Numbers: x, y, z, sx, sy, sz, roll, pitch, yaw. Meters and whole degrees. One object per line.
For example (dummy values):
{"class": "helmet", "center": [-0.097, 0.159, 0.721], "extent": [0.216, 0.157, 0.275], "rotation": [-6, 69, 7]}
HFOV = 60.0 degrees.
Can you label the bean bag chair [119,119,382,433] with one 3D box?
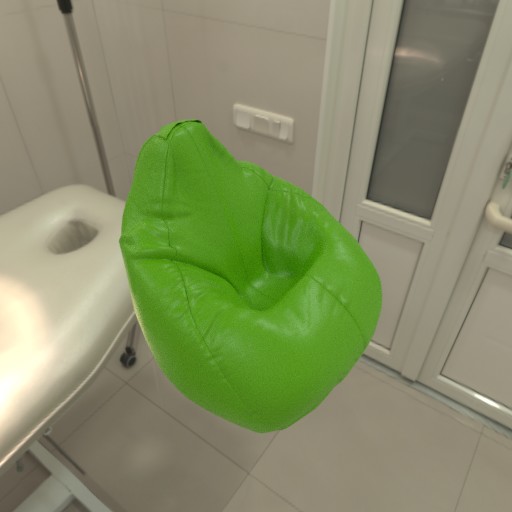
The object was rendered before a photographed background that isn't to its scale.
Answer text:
{"class": "bean bag chair", "center": [0.000, 0.000, 1.871], "extent": [1.070, 0.990, 1.070], "rotation": [25, 46, 26]}
